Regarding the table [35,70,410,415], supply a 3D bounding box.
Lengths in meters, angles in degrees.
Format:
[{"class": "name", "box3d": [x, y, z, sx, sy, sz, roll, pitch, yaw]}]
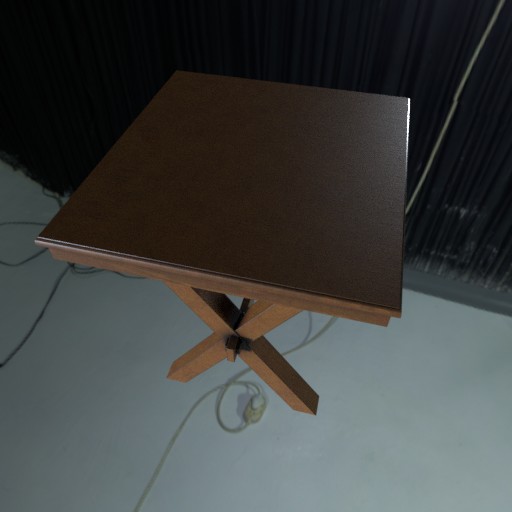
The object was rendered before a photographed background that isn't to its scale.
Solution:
[{"class": "table", "box3d": [0.000, 0.000, 1.044, 0.560, 0.562, 0.602, 11, 48, 10]}]
